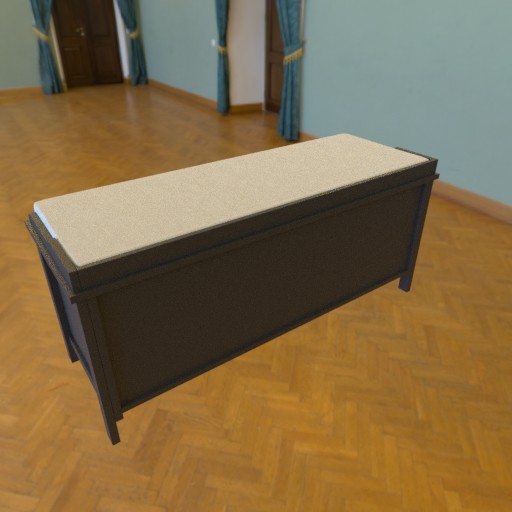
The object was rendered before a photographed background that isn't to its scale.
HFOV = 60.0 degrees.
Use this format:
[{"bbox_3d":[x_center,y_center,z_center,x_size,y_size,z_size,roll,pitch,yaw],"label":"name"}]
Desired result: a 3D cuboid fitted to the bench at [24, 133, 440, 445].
[{"bbox_3d":[0.000,0.000,1.357,1.140,0.501,0.398,-20,36,-30],"label":"bench"}]
